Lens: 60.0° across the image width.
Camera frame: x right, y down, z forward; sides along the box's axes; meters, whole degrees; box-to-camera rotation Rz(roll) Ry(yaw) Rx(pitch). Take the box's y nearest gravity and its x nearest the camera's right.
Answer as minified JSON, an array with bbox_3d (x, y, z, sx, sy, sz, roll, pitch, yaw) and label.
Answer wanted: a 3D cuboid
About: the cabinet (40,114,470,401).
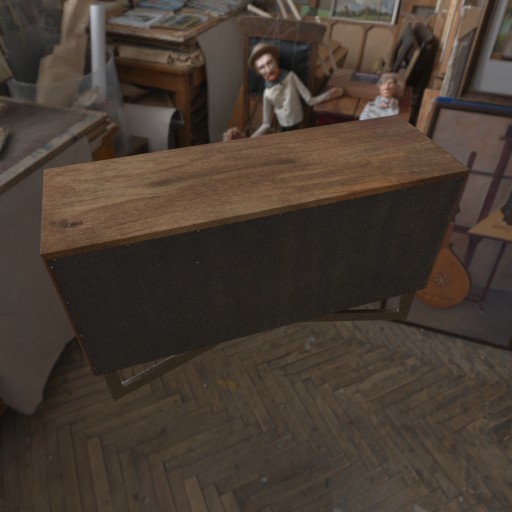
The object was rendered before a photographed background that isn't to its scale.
[{"bbox_3d":[0.000,0.000,1.785,1.373,0.812,0.480,-13,44,-13],"label":"cabinet"}]
